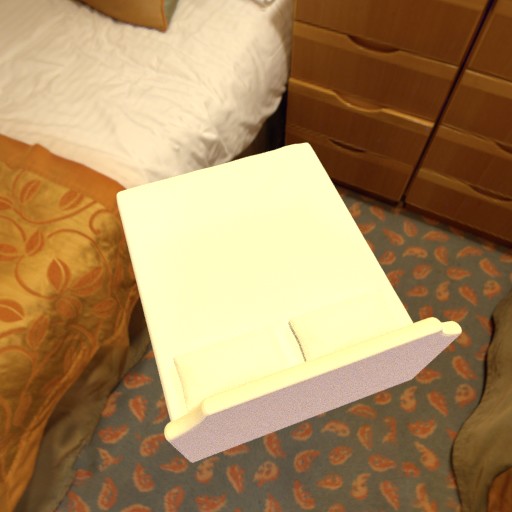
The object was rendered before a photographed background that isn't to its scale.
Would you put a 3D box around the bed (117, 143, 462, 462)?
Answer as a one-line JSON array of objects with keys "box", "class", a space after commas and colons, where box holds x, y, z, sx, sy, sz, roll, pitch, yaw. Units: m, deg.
[{"box": [0.000, 0.000, 4.099, 2.350, 1.590, 2.773, -17, 60, -10], "class": "bed"}]
